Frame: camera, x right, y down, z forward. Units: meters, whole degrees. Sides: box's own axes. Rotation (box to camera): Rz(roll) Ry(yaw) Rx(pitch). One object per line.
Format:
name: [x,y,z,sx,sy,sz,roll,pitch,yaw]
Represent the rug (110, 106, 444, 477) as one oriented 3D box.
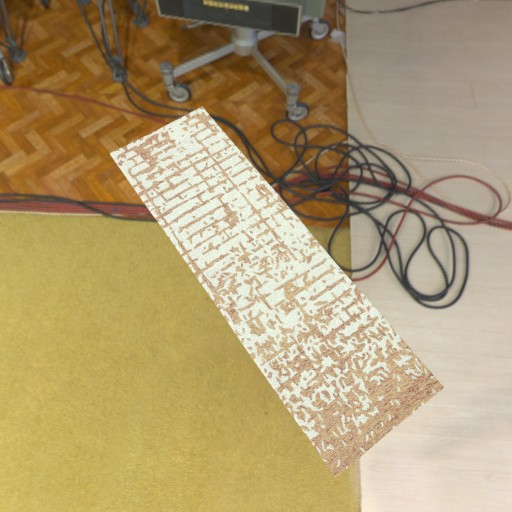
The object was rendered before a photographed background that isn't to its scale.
rug: [0.000,0.000,2.708,0.750,0.011,2.435,-32,68,-14]
